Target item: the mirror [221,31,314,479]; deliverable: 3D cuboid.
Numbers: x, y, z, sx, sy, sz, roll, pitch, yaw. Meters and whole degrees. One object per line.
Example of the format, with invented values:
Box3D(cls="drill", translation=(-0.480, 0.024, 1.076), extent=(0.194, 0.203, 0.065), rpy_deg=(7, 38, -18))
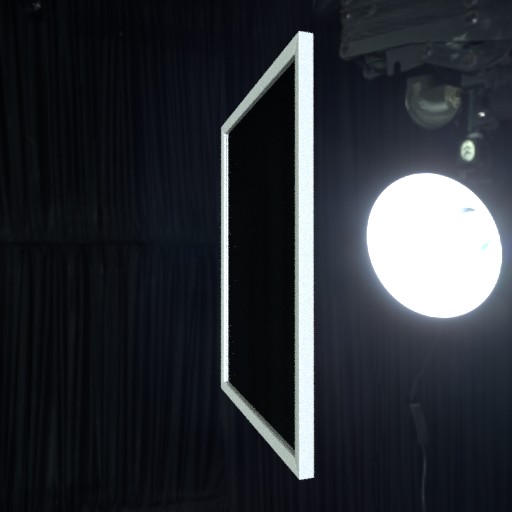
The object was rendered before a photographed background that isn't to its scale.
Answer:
Box3D(cls="mirror", translation=(0.000, 0.000, 1.372), extent=(0.040, 1.016, 0.762), rpy_deg=(0, -1, -18))
